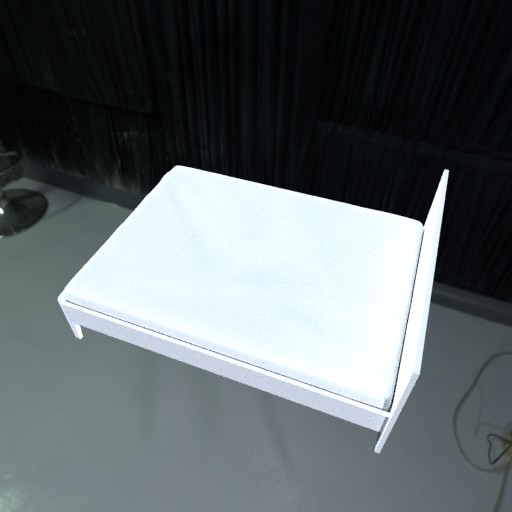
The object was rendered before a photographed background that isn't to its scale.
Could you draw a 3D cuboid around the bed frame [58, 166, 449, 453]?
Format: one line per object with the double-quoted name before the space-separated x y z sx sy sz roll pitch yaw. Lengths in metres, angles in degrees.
"bed frame" 0.000 0.000 2.753 1.950 0.800 1.490 15 47 15
